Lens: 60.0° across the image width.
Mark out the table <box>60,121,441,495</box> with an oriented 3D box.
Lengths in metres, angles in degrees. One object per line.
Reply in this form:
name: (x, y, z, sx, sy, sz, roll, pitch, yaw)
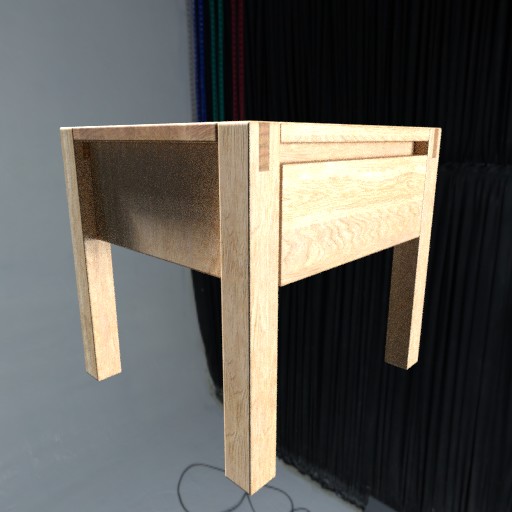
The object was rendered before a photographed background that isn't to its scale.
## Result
table: (0.000, 0.000, 0.810, 0.440, 0.450, 0.480, 14, 20, 42)
